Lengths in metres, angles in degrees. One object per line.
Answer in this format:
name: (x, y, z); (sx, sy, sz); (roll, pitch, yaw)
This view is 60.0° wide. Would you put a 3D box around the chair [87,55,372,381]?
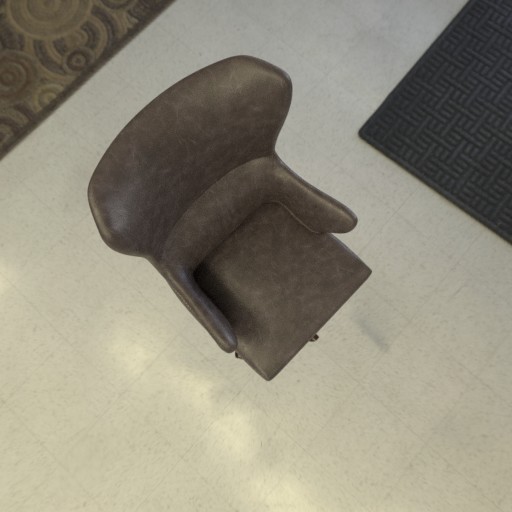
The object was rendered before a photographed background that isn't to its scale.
chair: (0.000, 0.000, 1.470); (0.717, 1.037, 0.594); (44, 80, 9)
